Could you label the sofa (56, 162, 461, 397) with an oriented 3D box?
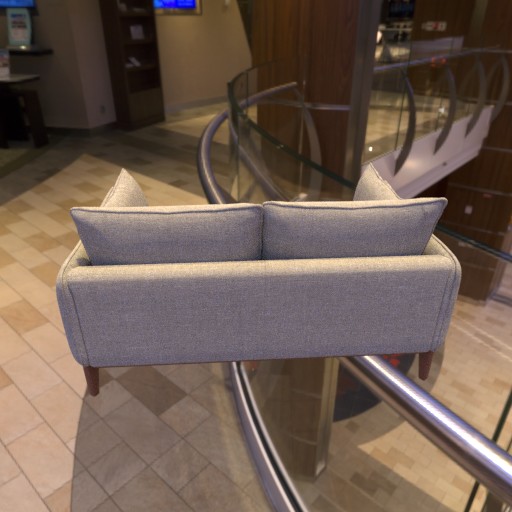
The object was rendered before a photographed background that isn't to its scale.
[{"bbox_3d":[0.000,0.000,2.130,1.580,0.851,0.972,-2,29,-3],"label":"sofa"}]
